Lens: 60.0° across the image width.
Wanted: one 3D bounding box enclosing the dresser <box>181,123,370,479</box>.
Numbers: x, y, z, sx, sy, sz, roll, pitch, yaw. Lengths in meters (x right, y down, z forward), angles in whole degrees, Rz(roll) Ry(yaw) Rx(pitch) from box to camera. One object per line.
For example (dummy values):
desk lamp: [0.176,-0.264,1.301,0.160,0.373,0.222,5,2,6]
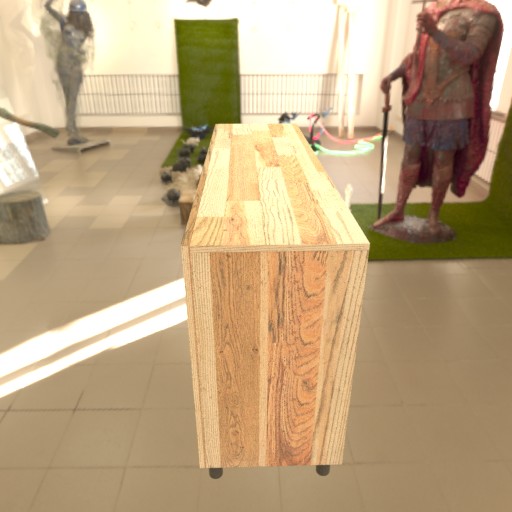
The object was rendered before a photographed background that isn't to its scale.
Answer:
dresser: [0.000,0.000,1.908,0.487,0.834,1.547,-1,27,-2]
